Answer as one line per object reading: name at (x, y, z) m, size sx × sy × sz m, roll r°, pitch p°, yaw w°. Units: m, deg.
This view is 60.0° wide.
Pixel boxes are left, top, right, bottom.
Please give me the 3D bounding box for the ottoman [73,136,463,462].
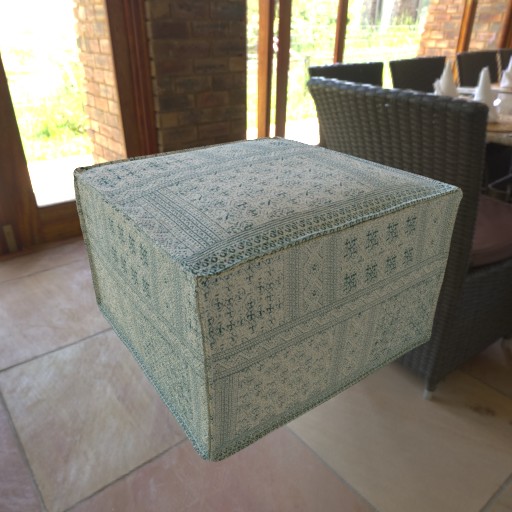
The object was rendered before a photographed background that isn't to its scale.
ottoman at (0.000, 0.000, 1.041) m, size 0.626 × 0.439 × 0.617 m, roll -18°, pitch 32°, yaw -31°
